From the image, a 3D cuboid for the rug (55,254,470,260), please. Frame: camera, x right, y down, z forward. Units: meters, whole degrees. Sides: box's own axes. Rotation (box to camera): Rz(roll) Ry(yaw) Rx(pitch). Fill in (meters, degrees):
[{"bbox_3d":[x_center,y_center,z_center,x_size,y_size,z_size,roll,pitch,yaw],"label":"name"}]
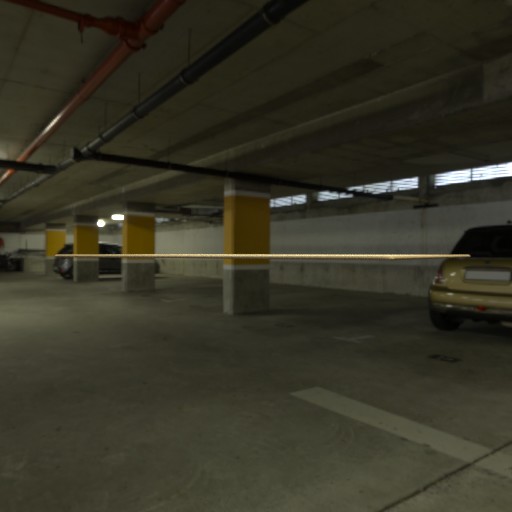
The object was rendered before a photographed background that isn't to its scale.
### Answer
[{"bbox_3d":[0.000,0.000,2.097,1.667,0.013,1.062,0,0,36],"label":"rug"}]
